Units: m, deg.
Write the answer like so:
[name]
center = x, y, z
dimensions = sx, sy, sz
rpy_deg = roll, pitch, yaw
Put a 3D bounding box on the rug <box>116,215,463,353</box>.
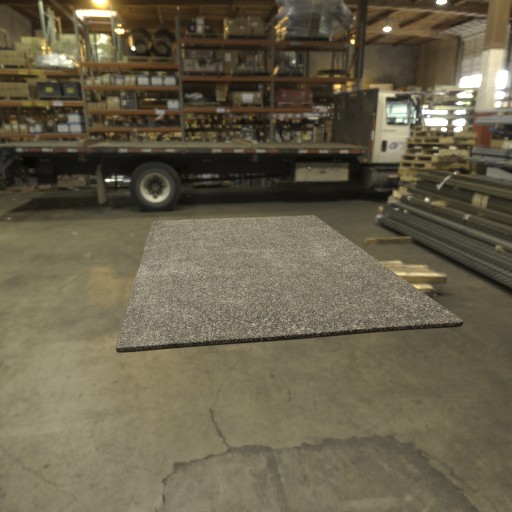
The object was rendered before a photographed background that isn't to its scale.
[rug]
center = 0.000, 0.000, 2.962
dimensions = 1.502, 0.025, 2.350
rpy_deg = -3, 17, -9
